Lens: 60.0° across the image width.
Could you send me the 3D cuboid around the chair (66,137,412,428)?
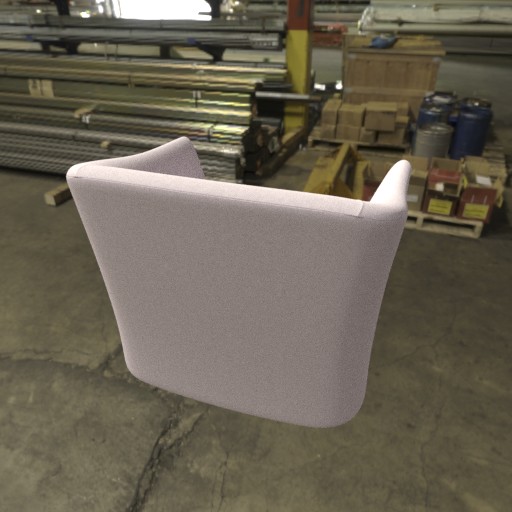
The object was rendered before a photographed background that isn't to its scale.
[{"bbox_3d":[0.000,0.000,1.306,0.790,0.720,0.700,10,34,15],"label":"chair"}]
